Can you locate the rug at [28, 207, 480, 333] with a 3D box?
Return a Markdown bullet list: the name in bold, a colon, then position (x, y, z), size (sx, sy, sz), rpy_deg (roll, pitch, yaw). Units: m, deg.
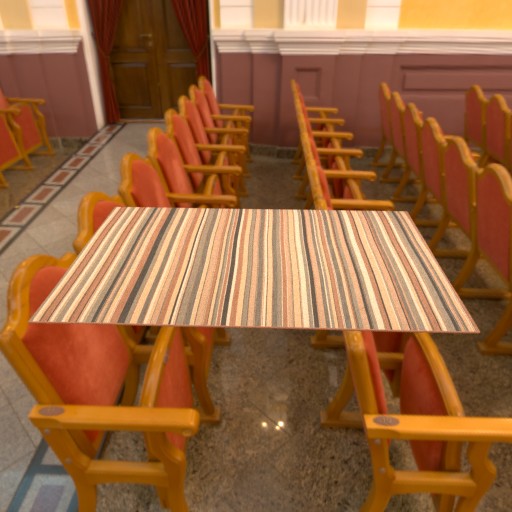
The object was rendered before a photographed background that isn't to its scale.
- **rug**: position (0.000, 0.000, 3.039), size (2.438, 0.014, 1.523), rpy_deg (1, 31, 2)
